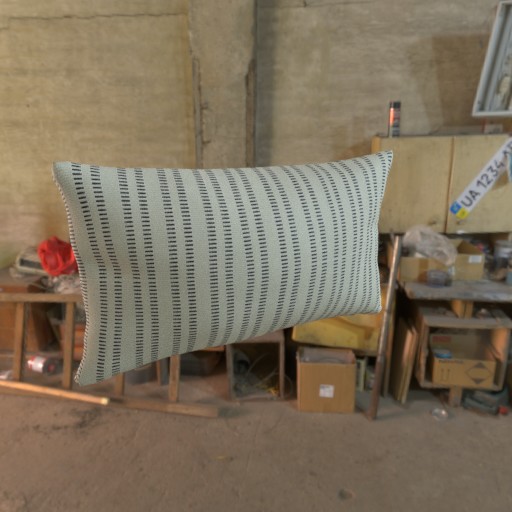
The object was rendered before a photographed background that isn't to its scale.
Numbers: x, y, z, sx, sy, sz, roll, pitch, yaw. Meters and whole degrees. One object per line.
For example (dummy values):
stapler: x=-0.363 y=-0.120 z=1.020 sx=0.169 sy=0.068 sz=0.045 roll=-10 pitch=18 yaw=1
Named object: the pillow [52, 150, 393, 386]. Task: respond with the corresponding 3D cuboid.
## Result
pillow: x=0.000 y=0.000 z=0.792 sx=0.640 sy=0.353 sz=0.210 roll=-8 pitch=18 yaw=-27
